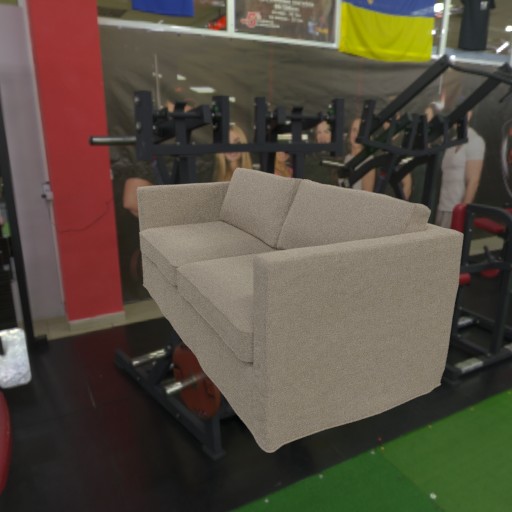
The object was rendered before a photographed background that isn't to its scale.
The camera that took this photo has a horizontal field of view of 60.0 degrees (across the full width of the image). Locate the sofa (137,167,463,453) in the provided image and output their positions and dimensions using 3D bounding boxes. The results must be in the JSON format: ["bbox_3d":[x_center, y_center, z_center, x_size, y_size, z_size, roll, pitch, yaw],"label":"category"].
[{"bbox_3d":[0.000,0.000,2.519,0.956,0.847,1.987,-8,19,-25],"label":"sofa"}]
